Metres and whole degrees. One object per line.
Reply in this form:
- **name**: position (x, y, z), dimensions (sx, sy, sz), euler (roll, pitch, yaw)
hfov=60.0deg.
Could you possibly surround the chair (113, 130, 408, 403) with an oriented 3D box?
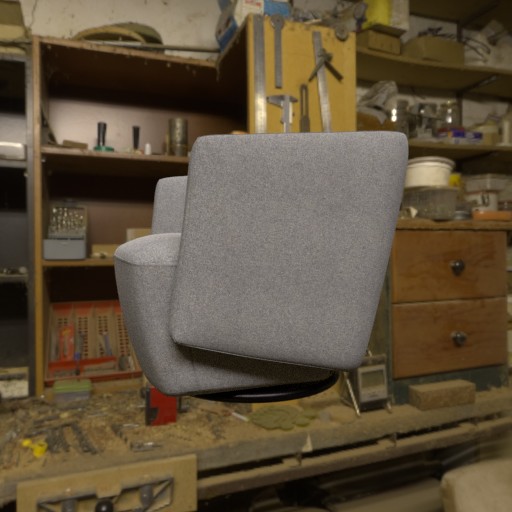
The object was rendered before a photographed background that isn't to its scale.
- **chair**: position (0.000, 0.000, 1.615), dimensions (0.986, 0.861, 0.822), euler (0, 1, -20)
